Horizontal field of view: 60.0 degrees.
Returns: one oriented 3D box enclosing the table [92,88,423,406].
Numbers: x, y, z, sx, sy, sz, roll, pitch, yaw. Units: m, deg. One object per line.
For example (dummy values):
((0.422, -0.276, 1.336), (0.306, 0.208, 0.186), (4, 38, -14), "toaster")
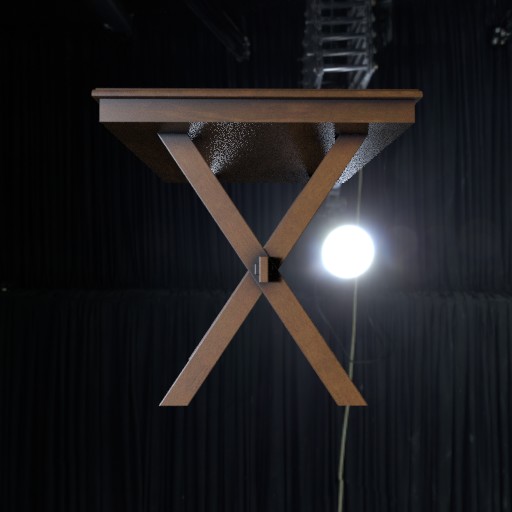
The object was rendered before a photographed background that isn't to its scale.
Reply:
((0.000, 0.000, 1.048), (0.560, 0.562, 0.602), (0, -1, -1), "table")
